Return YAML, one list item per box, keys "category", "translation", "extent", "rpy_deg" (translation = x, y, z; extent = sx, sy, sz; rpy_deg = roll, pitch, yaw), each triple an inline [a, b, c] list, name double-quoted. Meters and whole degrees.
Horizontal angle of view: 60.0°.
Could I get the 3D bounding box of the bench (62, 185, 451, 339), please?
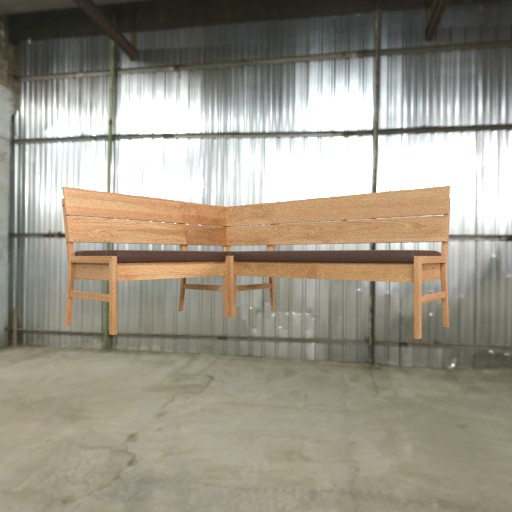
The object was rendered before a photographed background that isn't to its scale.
- category: "bench"
  translation: [0.000, 0.000, 2.842]
  extent: [1.975, 0.890, 1.549]
  rpy_deg: [0, 0, 38]
